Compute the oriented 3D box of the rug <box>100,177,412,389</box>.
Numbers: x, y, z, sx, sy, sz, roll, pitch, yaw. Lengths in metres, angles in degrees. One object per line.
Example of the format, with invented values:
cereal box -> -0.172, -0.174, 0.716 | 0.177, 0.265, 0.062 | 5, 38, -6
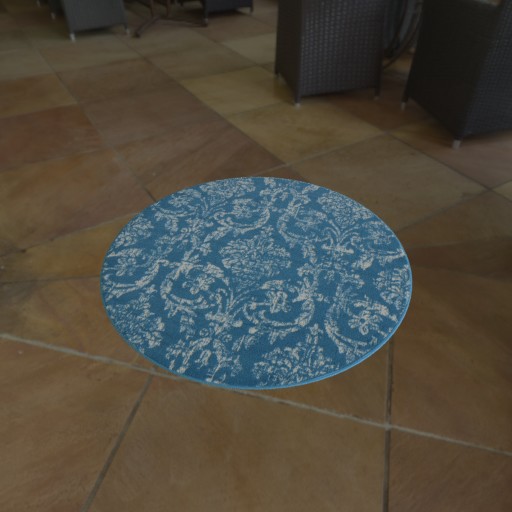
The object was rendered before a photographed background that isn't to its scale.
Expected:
rug -> 0.000, 0.000, 2.340 | 1.593, 0.012, 1.593 | 0, 41, 0
